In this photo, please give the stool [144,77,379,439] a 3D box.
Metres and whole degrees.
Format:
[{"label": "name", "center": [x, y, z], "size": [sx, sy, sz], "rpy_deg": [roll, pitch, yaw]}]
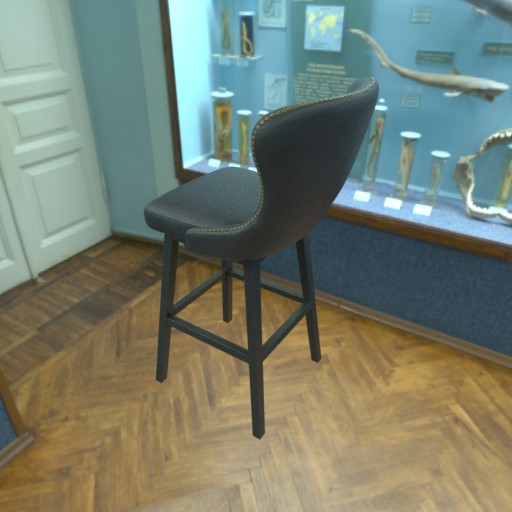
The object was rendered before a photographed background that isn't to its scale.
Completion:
[{"label": "stool", "center": [0.000, 0.000, 1.390], "size": [0.601, 1.050, 0.528], "rpy_deg": [19, 36, 28]}]
